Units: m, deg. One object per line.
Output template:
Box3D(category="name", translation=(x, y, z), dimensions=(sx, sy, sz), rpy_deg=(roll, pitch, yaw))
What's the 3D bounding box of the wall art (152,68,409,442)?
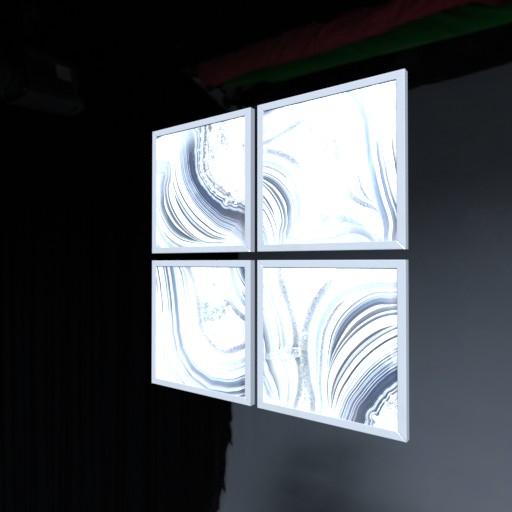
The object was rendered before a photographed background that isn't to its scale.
Box3D(category="wall art", translation=(0.000, 0.000, 1.661), dimensions=(1.118, 1.118, 0.029), rpy_deg=(-1, -1, 36))
